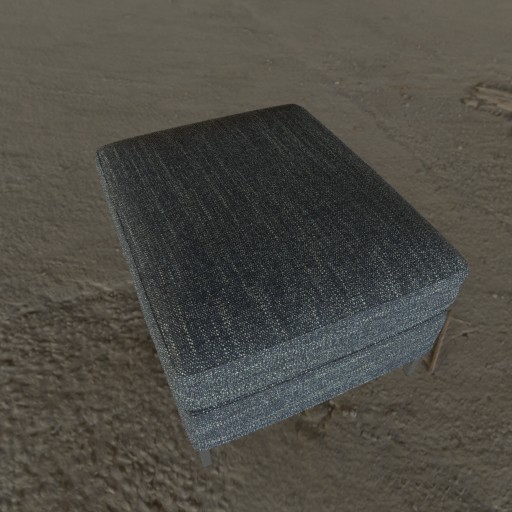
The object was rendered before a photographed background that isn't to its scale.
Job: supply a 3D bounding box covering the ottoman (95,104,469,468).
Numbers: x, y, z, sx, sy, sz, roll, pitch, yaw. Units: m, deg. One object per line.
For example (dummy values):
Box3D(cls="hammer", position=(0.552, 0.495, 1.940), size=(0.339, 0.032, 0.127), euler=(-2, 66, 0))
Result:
Box3D(cls="ottoman", position=(0.000, 0.000, 1.219), size=(0.667, 0.491, 0.814), euler=(-18, 48, -17))
